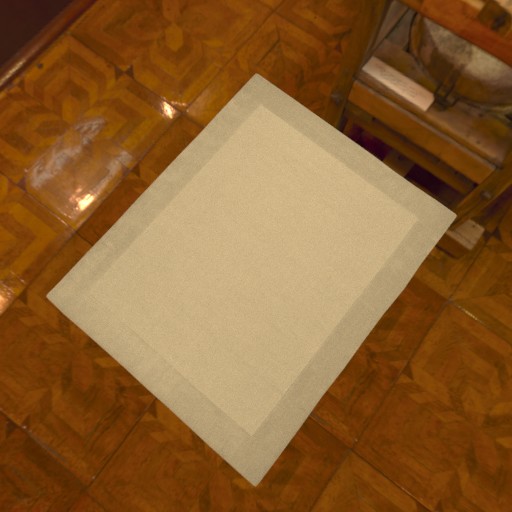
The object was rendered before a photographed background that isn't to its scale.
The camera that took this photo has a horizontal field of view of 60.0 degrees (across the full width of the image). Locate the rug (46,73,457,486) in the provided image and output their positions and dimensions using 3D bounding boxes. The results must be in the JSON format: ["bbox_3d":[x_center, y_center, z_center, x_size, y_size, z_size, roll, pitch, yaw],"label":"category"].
[{"bbox_3d":[0.000,0.000,4.029,2.430,0.018,2.976,38,79,9],"label":"rug"}]
